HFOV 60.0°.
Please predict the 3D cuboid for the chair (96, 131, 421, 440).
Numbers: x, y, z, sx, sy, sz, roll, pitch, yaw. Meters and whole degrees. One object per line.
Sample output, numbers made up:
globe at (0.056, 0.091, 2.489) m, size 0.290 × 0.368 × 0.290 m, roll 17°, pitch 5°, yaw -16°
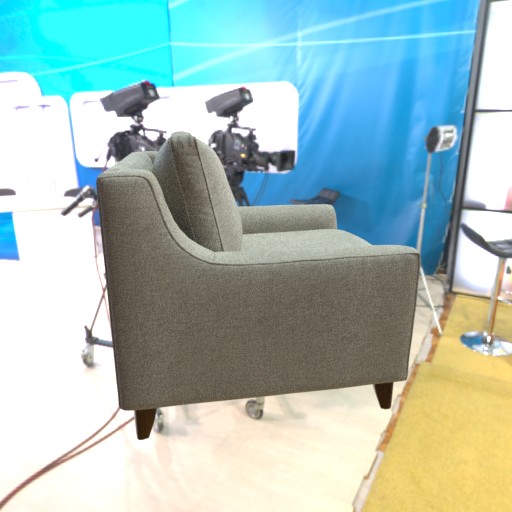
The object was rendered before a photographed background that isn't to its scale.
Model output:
chair at (0.000, 0.000, 1.604) m, size 0.918 × 0.864 × 0.838 m, roll -3°, pitch 17°, yaw -9°
